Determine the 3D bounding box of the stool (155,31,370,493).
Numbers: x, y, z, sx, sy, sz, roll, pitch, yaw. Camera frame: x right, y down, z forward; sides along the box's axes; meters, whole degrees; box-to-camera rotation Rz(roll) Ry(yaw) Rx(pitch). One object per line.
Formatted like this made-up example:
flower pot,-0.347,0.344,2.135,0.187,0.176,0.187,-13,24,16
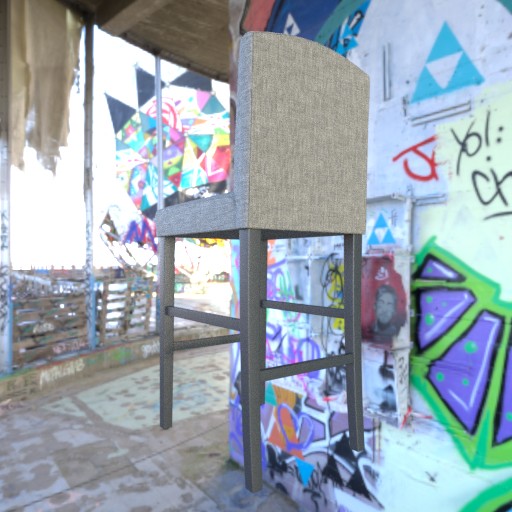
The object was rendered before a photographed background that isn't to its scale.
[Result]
stool,0.000,0.000,1.390,0.451,1.138,0.552,0,-1,-37
